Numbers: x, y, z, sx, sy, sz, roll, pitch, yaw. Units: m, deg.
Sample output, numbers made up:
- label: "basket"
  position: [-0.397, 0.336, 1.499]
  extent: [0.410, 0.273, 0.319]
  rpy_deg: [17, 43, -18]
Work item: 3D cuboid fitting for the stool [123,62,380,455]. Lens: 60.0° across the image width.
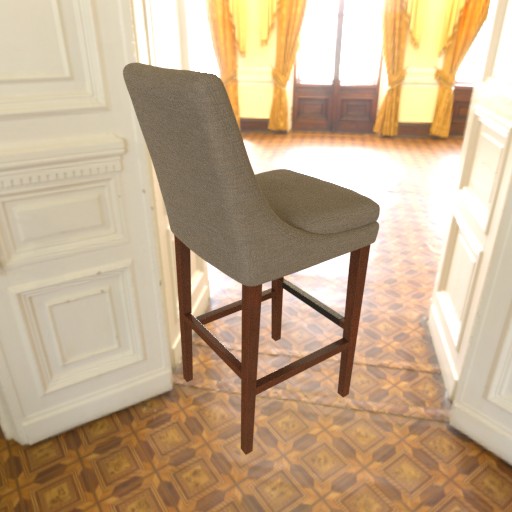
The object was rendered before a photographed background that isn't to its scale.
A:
- label: "stool"
  position: [0.000, 0.000, 1.347]
  extent: [0.577, 1.078, 0.470]
  rpy_deg: [-18, 32, -31]
